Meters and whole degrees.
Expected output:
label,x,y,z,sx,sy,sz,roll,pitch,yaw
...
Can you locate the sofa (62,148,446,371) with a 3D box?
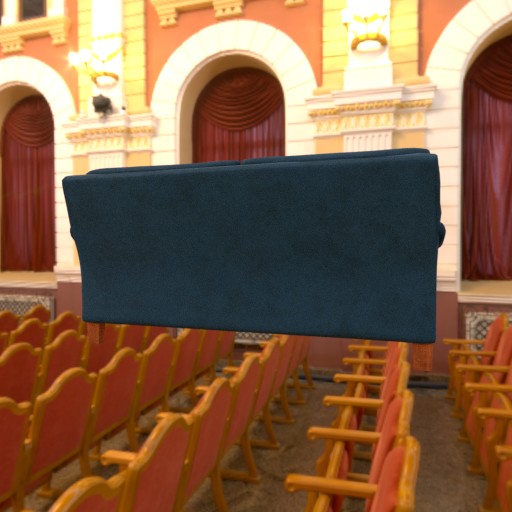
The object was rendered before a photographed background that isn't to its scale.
label,x,y,z,sx,sy,sz,roll,pitch,yaw
sofa,0.000,0.000,2.776,2.141,1.101,1.084,0,1,18
